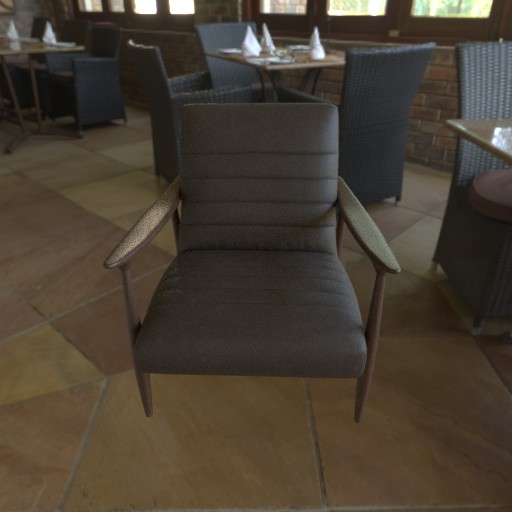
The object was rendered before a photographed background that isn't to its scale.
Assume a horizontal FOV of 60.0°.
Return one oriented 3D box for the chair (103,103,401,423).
[{"bbox_3d":[0.000,0.000,1.447,0.741,0.831,0.798,1,29,2],"label":"chair"}]
